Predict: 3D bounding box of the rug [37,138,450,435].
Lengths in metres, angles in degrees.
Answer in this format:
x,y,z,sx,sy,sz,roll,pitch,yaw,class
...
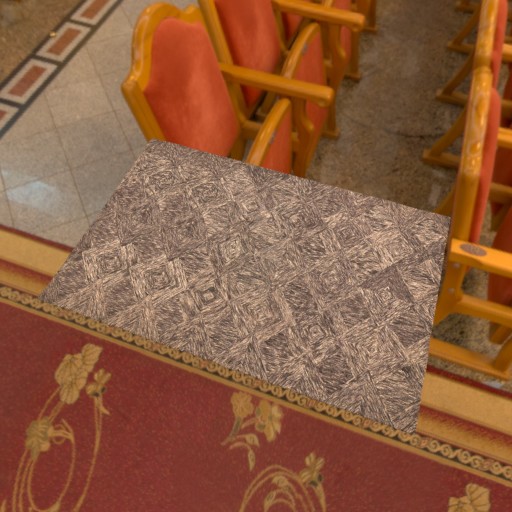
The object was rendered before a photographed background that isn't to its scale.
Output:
x,y,z,sx,sy,sz,roll,pitch,yaw,class
0.000,0.000,2.263,1.808,0.011,1.189,17,59,11,rug
